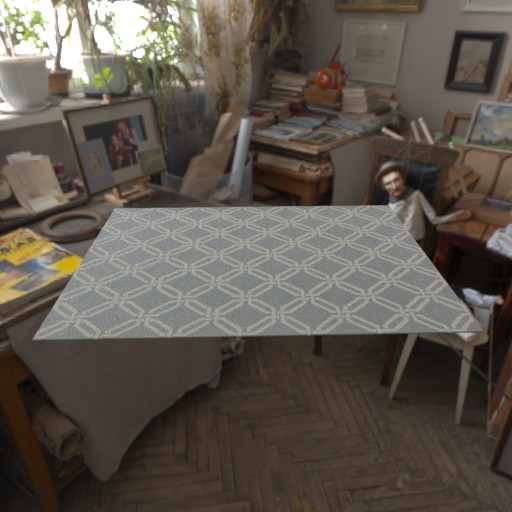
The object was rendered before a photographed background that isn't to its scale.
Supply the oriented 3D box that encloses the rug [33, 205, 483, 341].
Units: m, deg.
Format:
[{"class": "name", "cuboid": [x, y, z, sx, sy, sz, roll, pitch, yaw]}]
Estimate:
[{"class": "rug", "cuboid": [0.000, 0.000, 4.356, 3.353, 0.013, 2.438, -1, 29, -1]}]
